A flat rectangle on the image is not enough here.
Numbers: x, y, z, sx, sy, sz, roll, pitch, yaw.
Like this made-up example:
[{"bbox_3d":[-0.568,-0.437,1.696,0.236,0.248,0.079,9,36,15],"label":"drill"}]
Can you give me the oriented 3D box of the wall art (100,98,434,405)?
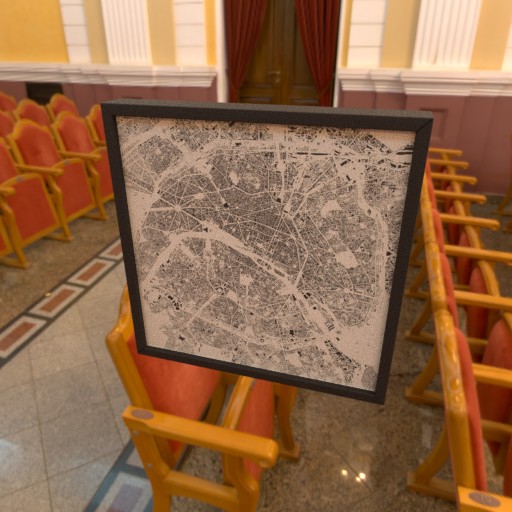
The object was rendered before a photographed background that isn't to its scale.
[{"bbox_3d":[0.000,0.000,0.473,0.305,0.305,0.037,8,27,15],"label":"wall art"}]
